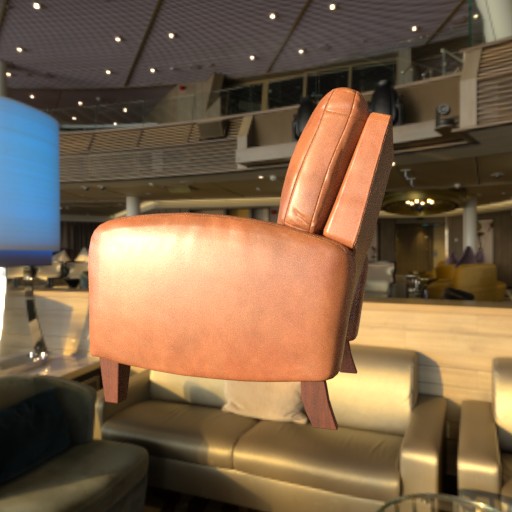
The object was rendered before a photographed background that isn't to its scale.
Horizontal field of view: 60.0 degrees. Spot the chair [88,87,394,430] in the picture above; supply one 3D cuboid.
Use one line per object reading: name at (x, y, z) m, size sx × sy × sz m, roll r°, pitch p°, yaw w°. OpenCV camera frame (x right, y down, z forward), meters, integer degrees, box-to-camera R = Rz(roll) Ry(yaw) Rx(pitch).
chair at (0.000, 0.000, 1.676) m, size 0.990 × 0.990 × 0.762 m, roll 0°, pitch 0°, yaw 18°
